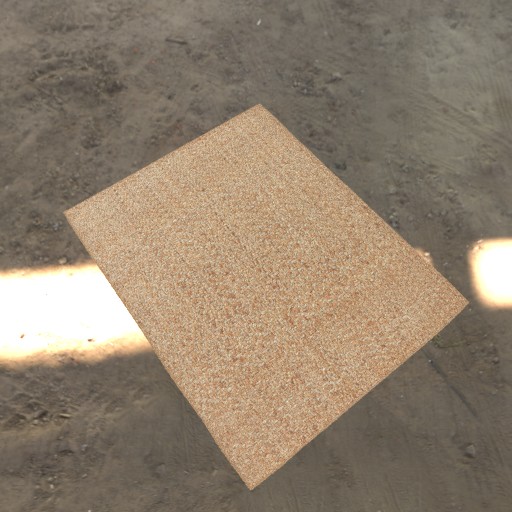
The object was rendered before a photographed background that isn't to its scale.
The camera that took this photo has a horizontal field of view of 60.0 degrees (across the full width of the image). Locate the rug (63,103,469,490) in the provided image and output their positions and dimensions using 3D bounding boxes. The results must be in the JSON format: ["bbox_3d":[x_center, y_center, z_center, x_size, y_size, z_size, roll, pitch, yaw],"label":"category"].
[{"bbox_3d":[0.000,0.000,4.103,2.439,0.013,3.048,-34,68,-16],"label":"rug"}]
